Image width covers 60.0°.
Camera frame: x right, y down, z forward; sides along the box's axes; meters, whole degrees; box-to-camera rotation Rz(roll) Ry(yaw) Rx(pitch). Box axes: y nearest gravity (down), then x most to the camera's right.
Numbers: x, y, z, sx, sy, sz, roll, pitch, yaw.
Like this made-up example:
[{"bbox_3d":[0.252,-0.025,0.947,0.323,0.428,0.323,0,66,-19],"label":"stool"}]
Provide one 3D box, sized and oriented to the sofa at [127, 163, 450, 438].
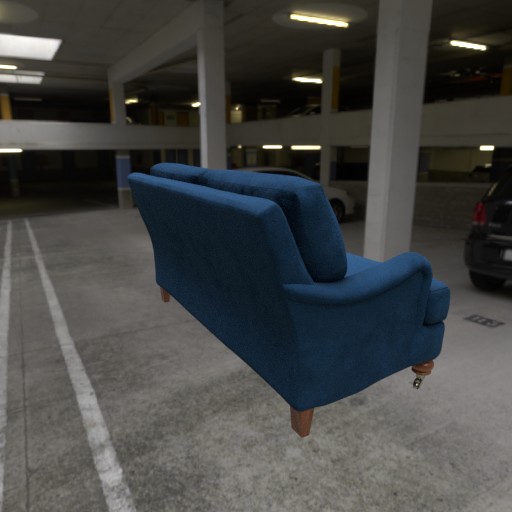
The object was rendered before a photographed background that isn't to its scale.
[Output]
[{"bbox_3d":[0.000,0.000,2.792,1.084,1.101,2.141,-8,16,-28],"label":"sofa"}]
